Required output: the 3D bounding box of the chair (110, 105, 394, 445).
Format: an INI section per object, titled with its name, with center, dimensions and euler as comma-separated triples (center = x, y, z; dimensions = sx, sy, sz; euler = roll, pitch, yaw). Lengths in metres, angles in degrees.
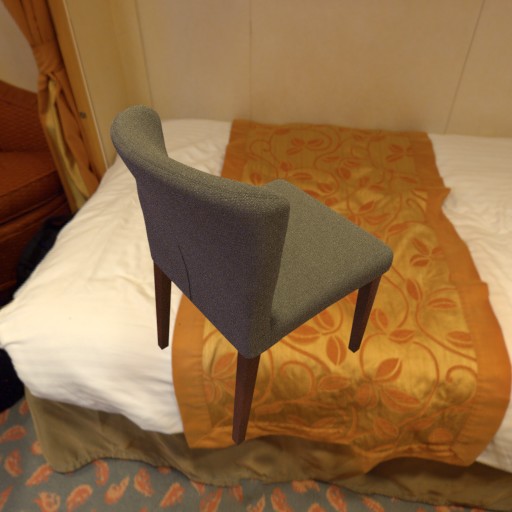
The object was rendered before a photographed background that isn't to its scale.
[chair]
center = 0.000, 0.000, 1.194
dimensions = 0.589, 0.839, 0.491
euler = -29, 49, -28
